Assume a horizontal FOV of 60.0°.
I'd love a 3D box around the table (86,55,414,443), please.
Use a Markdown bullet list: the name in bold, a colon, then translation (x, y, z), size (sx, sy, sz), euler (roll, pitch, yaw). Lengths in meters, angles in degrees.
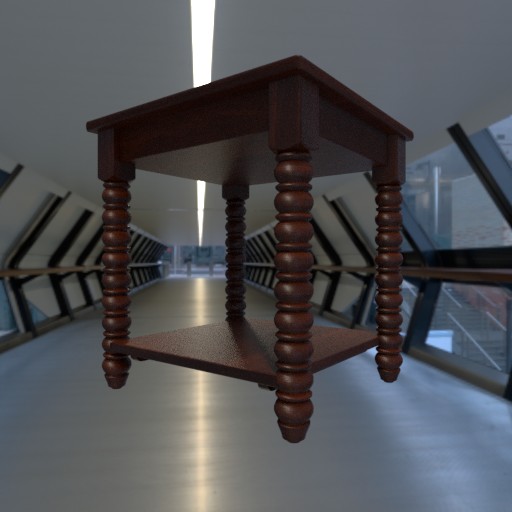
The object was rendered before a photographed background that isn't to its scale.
- **table**: translation (0.000, 0.000, 0.976), size (0.533, 0.567, 0.500), euler (0, 0, 37)
